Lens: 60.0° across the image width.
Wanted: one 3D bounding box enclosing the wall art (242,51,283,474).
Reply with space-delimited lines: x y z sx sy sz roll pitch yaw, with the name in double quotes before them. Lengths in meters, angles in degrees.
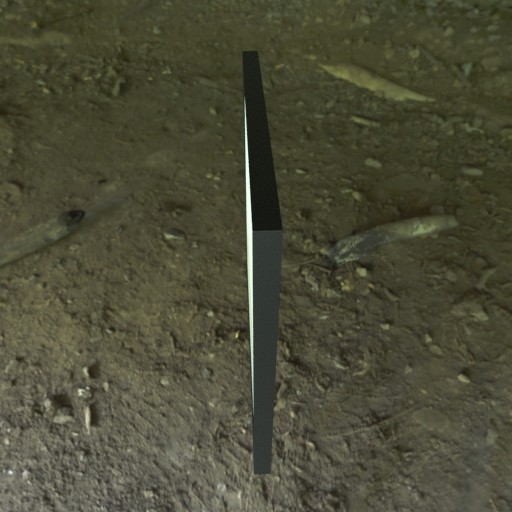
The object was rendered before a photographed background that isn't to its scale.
"wall art" 0.000 0.000 0.757 0.028 0.511 0.513 -2 41 -2
